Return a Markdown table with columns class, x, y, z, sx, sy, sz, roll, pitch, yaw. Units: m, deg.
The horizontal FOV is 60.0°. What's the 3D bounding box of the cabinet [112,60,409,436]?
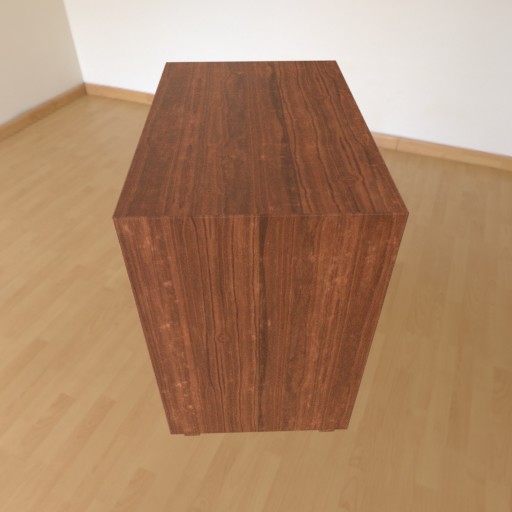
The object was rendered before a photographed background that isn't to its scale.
| class | x | y | z | sx | sy | sz | roll | pitch | yaw |
| --- | --- | --- | --- | --- | --- | --- | --- | --- | --- |
| cabinet | 0.000 | 0.000 | 1.055 | 0.410 | 0.695 | 0.607 | -1 | 42 | -1 |
